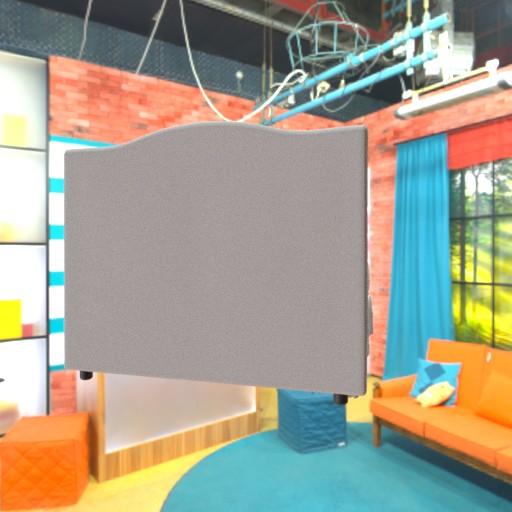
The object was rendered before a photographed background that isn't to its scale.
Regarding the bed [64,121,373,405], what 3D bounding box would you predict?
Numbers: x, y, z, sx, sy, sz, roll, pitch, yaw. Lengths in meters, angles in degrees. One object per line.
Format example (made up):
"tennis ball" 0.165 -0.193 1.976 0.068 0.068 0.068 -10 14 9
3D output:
"bed" 0.000 0.000 3.380 1.753 1.460 2.143 0 0 17
